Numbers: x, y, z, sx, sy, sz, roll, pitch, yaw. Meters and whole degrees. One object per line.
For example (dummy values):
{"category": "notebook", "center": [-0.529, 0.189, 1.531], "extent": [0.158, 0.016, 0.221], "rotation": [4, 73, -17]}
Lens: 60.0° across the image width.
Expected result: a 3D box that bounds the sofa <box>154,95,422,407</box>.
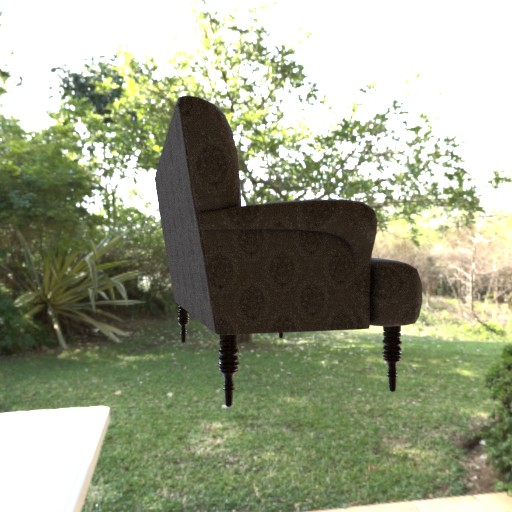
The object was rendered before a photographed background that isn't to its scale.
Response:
{"category": "sofa", "center": [0.000, 0.000, 1.870], "extent": [0.779, 0.889, 1.297], "rotation": [0, -1, -16]}
